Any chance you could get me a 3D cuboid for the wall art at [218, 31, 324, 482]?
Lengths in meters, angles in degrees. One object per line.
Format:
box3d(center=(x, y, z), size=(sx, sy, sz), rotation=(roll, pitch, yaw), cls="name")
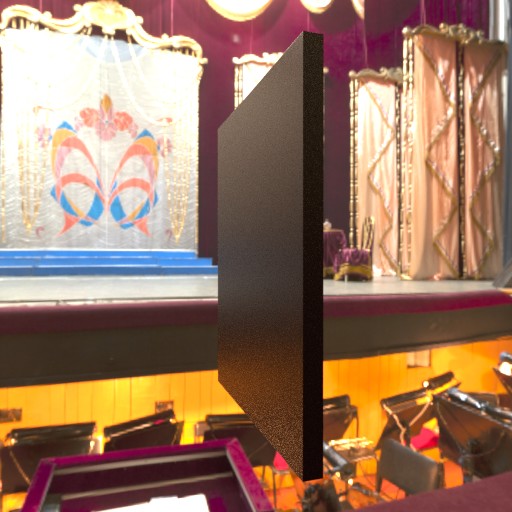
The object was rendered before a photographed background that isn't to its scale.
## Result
box3d(center=(0.000, 0.000, 0.768), size=(0.028, 0.557, 0.457), rotation=(0, 0, -18), cls="wall art")
